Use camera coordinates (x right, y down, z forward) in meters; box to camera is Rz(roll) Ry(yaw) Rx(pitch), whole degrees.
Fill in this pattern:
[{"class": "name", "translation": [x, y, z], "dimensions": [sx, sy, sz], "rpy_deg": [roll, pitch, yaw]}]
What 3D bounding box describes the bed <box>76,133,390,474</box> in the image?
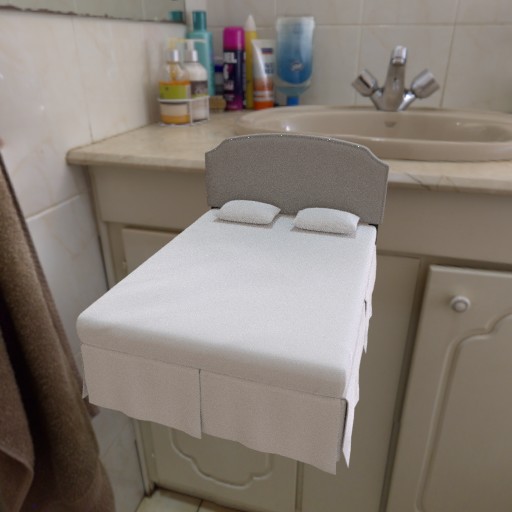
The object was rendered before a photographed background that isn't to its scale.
[{"class": "bed", "translation": [0.000, 0.000, 2.946], "dimensions": [1.558, 1.270, 1.999], "rpy_deg": [8, 26, 16]}]
